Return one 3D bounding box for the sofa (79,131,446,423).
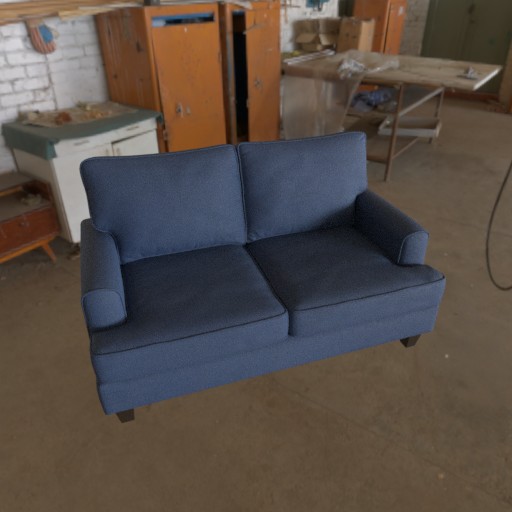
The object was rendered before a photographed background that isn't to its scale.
[{"bbox_3d":[0.000,0.000,2.228,1.651,0.965,0.965,-10,33,-16],"label":"sofa"}]
